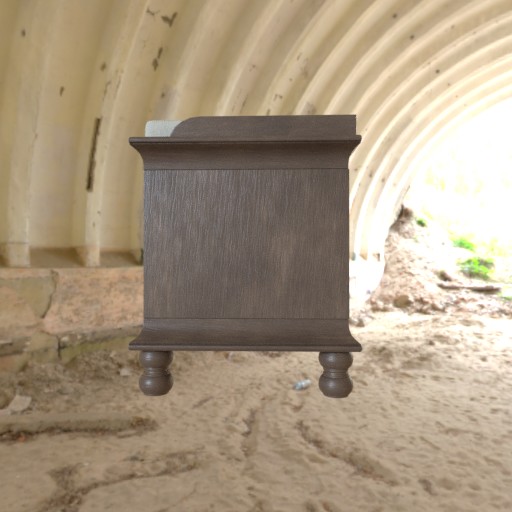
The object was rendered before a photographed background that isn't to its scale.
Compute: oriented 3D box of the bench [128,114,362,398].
[{"bbox_3d":[0.000,0.000,1.352,0.402,0.501,1.185,0,0,2],"label":"bench"}]
